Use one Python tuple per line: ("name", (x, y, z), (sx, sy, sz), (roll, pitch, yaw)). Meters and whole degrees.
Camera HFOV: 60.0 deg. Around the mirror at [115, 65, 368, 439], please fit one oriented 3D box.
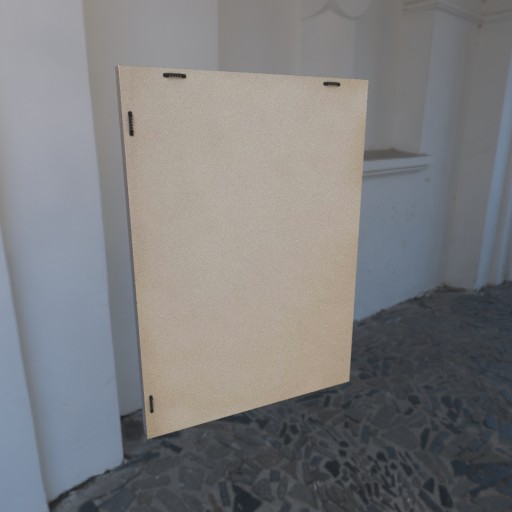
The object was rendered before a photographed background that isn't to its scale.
("mirror", (0.000, 0.000, 0.929), (0.507, 0.710, 0.040), (-7, 17, -25))
